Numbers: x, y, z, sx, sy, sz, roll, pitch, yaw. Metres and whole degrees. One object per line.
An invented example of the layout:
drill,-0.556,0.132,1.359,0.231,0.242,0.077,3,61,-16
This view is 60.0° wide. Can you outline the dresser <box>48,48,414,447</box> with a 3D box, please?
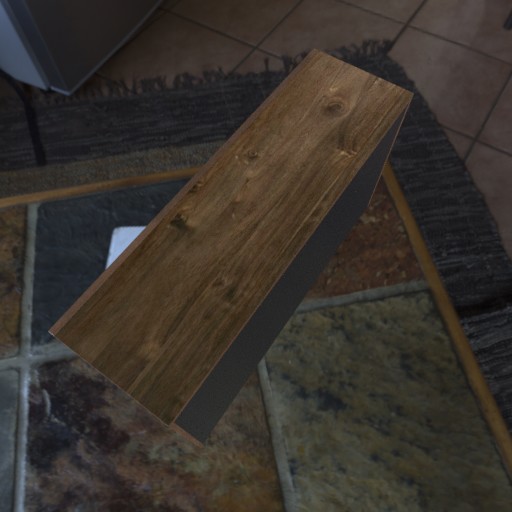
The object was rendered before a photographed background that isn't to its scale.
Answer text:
dresser,0.000,0.000,1.811,0.446,0.873,1.400,32,67,15
